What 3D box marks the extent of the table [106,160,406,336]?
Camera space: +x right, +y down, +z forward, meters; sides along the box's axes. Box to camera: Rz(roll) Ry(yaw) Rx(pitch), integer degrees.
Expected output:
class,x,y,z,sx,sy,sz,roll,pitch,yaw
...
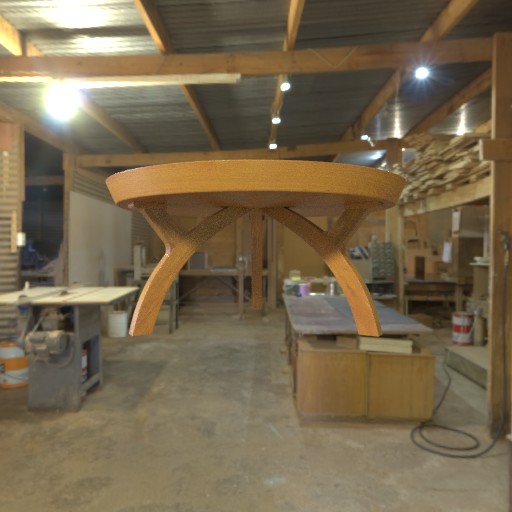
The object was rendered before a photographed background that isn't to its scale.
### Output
class,x,y,z,sx,sy,sz,roll,pitch,yaw
table,0.000,0.000,1.550,1.016,0.470,1.016,0,1,0
